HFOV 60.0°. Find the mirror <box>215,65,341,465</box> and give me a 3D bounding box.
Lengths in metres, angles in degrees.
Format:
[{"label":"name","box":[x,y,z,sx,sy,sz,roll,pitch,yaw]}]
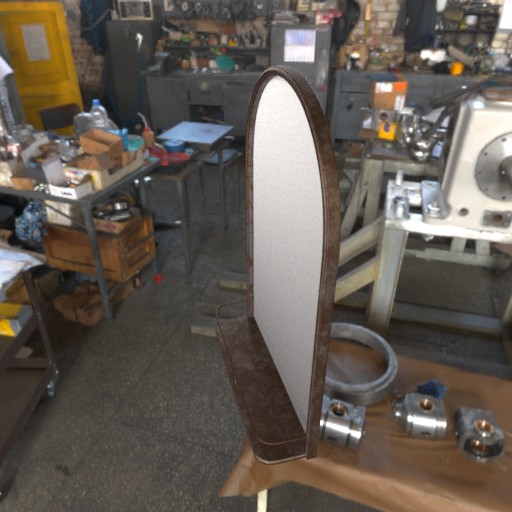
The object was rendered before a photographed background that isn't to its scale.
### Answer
[{"label":"mirror","box":[0.000,0.000,0.978,0.137,0.770,0.510,-8,32,-13]}]
